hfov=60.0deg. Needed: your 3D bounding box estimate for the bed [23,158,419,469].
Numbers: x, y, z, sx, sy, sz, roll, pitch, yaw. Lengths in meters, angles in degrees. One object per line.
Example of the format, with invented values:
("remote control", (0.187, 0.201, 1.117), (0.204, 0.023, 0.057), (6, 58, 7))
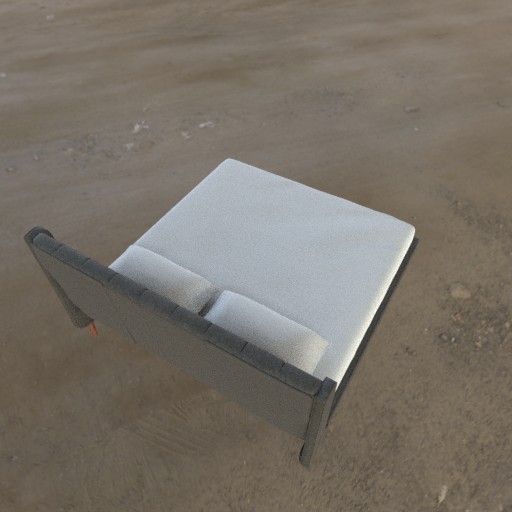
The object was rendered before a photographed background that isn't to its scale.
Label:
("bed", (0.000, 0.000, 2.574), (1.531, 0.933, 1.638), (24, 52, 20))
